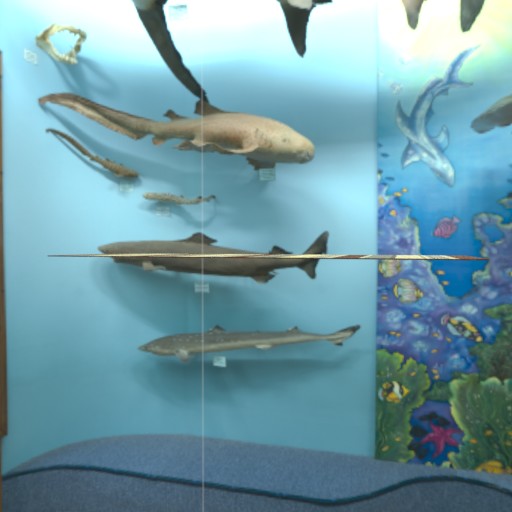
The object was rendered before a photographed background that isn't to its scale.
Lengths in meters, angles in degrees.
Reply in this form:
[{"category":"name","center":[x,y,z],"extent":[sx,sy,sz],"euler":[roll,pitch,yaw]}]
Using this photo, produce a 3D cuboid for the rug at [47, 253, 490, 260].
[{"category":"rug","center":[0.000,0.000,2.717],"extent":[2.437,0.006,0.792],"euler":[0,1,18]}]
